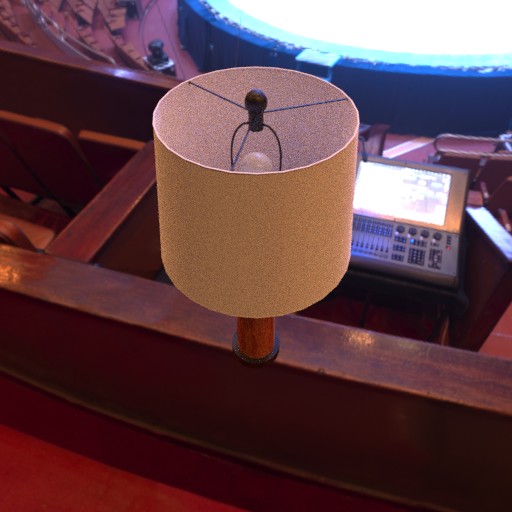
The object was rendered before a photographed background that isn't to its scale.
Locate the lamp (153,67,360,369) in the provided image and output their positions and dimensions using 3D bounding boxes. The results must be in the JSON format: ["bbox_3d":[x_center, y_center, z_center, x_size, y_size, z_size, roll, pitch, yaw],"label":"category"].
[{"bbox_3d":[0.000,0.000,0.853,0.349,0.667,0.349,0,47,0],"label":"lamp"}]
